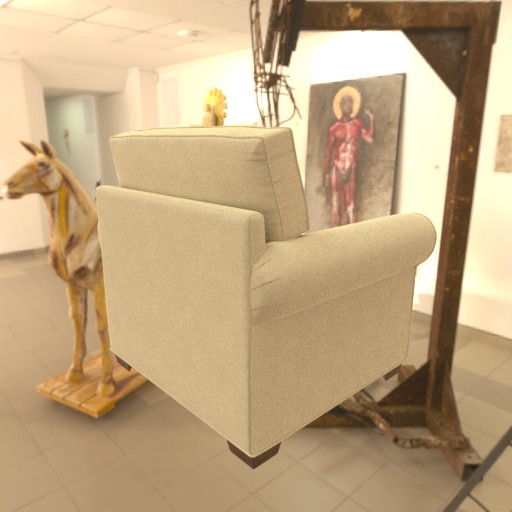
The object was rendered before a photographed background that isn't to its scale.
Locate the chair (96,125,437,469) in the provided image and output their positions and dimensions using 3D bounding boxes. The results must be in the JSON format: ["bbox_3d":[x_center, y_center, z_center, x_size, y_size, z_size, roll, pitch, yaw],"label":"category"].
[{"bbox_3d":[0.000,0.000,1.715,0.863,0.955,1.040,-14,20,-41],"label":"chair"}]
